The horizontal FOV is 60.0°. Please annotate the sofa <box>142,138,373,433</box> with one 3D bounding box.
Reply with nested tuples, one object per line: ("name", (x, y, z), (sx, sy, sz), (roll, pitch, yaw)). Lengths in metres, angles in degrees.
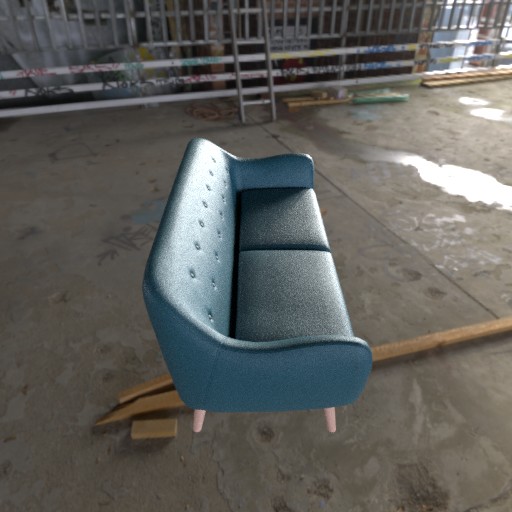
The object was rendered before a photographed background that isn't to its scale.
("sofa", (0.000, 0.000, 2.358), (0.820, 0.836, 1.840), (0, 34, 0))
